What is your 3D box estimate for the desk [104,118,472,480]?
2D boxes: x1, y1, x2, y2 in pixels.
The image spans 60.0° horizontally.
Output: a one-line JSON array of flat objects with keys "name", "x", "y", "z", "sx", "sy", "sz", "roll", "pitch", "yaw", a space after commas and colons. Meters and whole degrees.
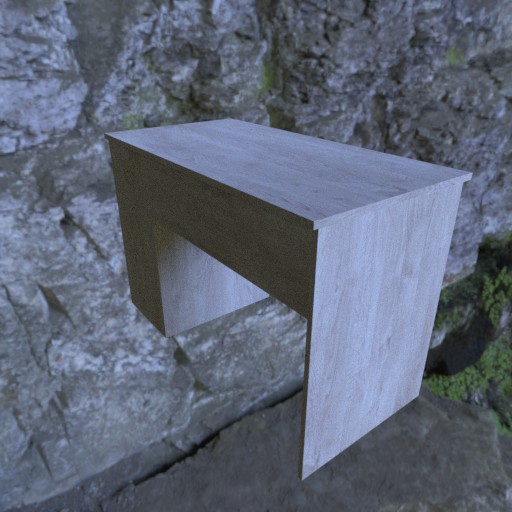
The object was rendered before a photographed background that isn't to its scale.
[{"name": "desk", "x": 0.000, "y": 0.000, "z": 1.536, "sx": 0.560, "sy": 0.735, "sz": 1.097, "roll": -18, "pitch": 31, "yaw": -33}]
